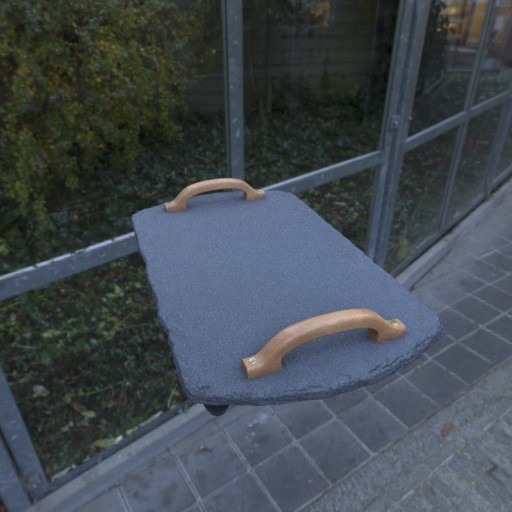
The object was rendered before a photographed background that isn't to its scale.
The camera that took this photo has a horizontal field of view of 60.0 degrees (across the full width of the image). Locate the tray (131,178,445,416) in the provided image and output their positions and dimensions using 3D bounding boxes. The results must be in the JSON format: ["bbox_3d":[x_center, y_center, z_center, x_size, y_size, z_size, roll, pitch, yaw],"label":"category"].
[{"bbox_3d":[0.000,0.000,0.471,0.231,0.062,0.387,-11,32,-18],"label":"tray"}]
